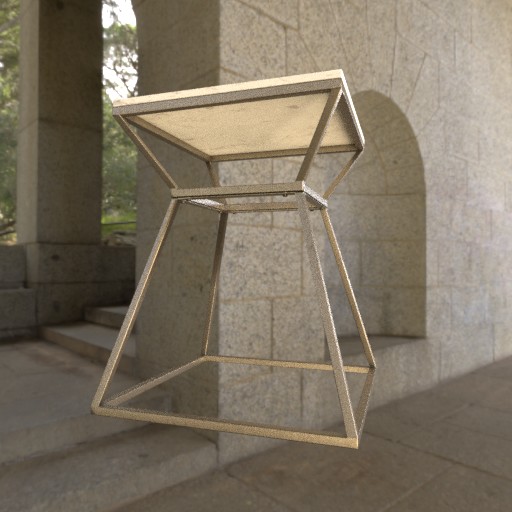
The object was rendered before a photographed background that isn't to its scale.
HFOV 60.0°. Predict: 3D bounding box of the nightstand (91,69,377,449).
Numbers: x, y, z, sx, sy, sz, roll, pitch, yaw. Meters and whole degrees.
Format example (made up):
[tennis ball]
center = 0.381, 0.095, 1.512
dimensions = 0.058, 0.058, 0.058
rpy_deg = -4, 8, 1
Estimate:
[nightstand]
center = 0.000, 0.000, 0.916
dimensions = 0.455, 0.554, 0.455
rpy_deg = 0, -1, 18
